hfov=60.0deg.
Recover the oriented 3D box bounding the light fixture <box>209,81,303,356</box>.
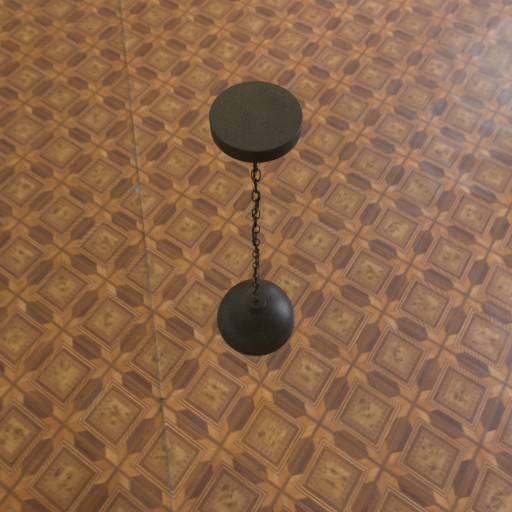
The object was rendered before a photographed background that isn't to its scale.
[{"bbox_3d":[0.000,0.000,1.242,0.304,1.090,0.304,1,64,1],"label":"light fixture"}]
